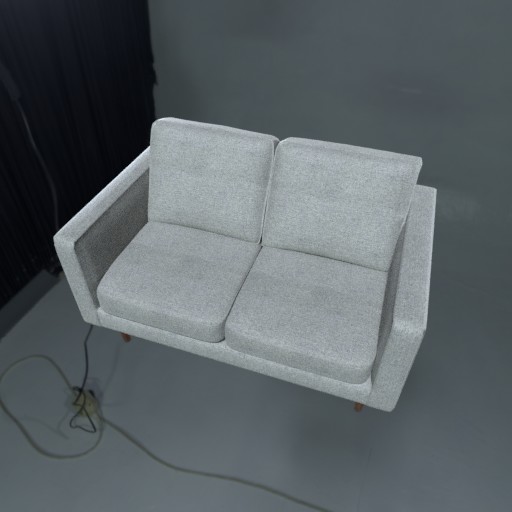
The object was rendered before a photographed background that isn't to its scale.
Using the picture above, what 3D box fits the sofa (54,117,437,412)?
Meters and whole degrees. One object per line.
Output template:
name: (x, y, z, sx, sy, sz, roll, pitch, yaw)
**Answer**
sofa: (0.000, 0.000, 2.165, 1.527, 0.973, 0.969, 13, 44, 14)
